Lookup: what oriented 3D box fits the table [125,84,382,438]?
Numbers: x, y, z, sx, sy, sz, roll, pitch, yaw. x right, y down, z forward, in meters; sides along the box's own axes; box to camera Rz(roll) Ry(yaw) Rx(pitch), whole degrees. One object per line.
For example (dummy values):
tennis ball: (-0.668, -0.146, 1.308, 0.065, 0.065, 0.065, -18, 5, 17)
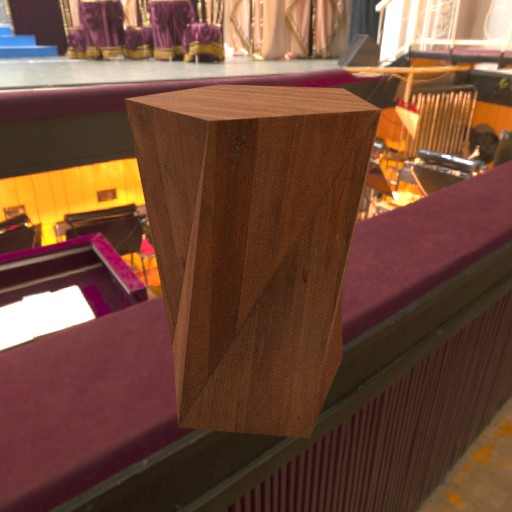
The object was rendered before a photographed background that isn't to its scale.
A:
table: (0.000, 0.000, 0.891, 0.441, 0.604, 0.425, -19, 32, -32)
